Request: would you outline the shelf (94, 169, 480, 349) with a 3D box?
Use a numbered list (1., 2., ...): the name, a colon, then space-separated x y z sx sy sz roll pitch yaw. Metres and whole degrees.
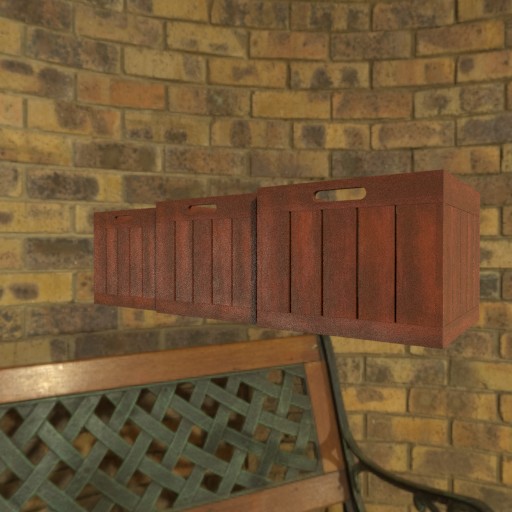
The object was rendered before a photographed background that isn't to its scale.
1. shelf: 0.000 0.000 1.231 1.064 0.311 0.393 1 1 35
